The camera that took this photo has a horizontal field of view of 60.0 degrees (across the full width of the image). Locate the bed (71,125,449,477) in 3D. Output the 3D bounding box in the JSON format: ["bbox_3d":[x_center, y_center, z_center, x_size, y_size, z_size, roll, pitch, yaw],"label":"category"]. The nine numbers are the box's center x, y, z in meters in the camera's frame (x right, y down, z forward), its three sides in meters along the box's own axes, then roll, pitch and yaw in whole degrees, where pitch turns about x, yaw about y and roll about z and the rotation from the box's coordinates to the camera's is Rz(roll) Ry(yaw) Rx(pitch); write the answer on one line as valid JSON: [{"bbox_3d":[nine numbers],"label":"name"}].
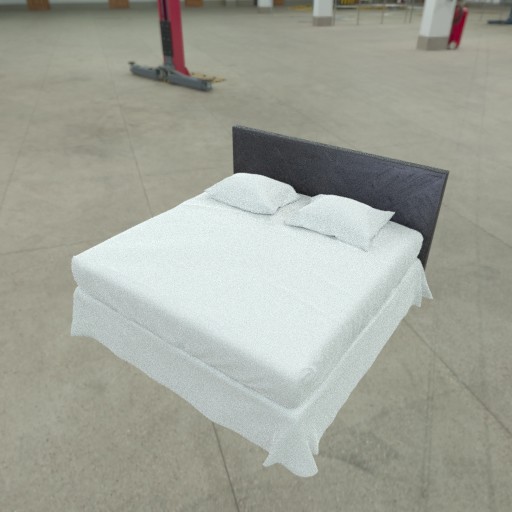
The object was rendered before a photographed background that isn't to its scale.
[{"bbox_3d":[0.000,0.000,3.372,2.255,1.158,2.165,21,38,30],"label":"bed"}]
